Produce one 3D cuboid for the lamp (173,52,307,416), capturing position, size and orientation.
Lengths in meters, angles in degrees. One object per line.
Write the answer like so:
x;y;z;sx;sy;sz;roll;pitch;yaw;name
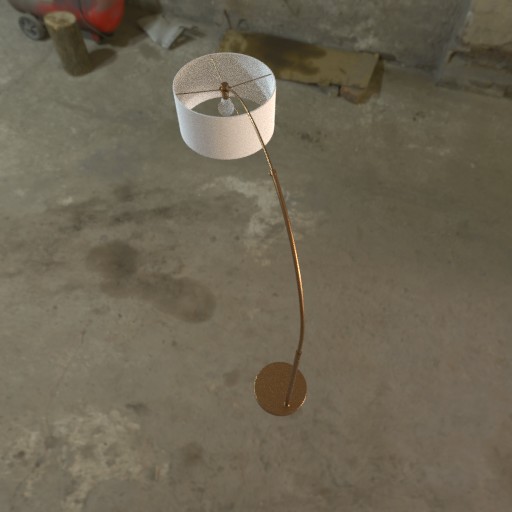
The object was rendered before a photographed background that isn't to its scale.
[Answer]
0.000;0.000;2.592;0.493;1.927;1.434;-16;59;-10;lamp
